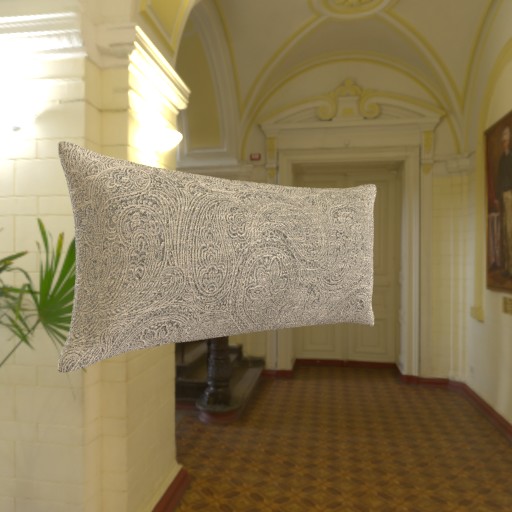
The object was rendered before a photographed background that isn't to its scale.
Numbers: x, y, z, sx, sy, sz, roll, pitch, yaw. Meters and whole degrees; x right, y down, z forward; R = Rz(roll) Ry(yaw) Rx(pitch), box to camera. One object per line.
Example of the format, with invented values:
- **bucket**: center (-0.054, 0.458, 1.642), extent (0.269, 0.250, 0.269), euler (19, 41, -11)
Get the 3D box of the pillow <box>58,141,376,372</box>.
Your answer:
- **pillow**: center (0.000, 0.000, 0.739), extent (0.615, 0.295, 0.151), euler (0, 0, -36)
